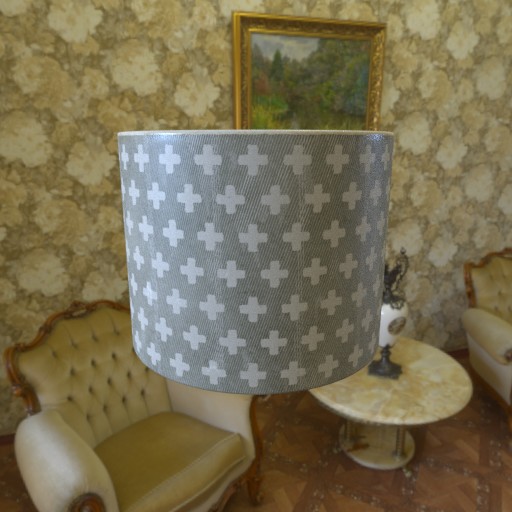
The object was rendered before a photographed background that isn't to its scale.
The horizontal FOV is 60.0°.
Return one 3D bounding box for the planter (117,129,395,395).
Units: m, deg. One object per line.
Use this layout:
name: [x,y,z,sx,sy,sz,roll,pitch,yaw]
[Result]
planter: [0.000,0.000,0.340,0.190,0.181,0.190,0,14,0]
